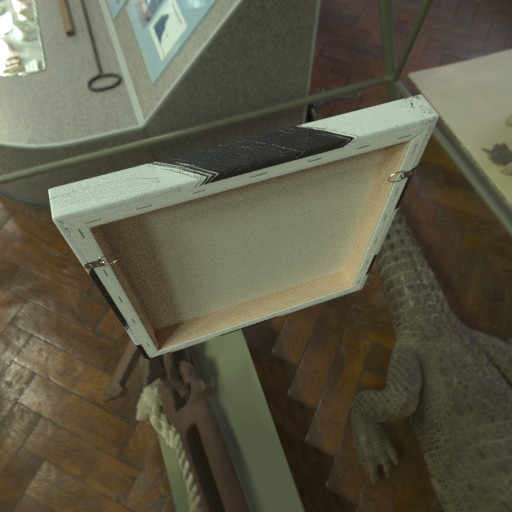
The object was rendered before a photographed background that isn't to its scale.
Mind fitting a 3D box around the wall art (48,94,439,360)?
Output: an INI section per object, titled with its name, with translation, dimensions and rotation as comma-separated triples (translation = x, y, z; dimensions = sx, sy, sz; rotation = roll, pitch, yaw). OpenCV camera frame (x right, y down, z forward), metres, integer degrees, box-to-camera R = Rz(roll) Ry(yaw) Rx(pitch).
[wall art]
translation = 0.000, 0.000, 0.772
dimensions = 0.507, 0.508, 0.050
rotation = -17, 60, -10
